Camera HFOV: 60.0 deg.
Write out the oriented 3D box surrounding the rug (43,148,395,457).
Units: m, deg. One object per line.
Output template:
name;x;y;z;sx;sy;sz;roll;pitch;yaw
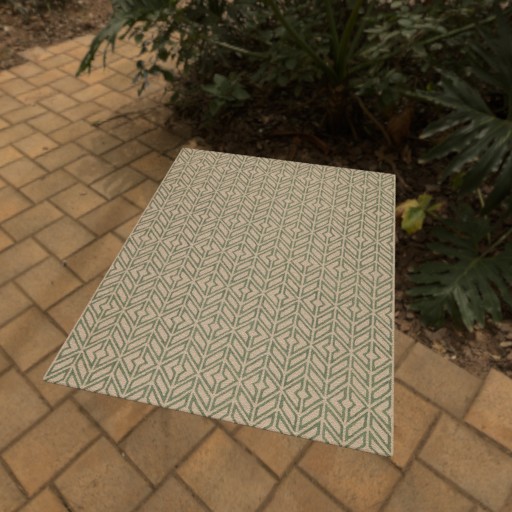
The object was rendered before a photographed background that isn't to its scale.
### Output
rug;0.000;0.000;3.990;2.441;0.017;3.050;9;47;9
